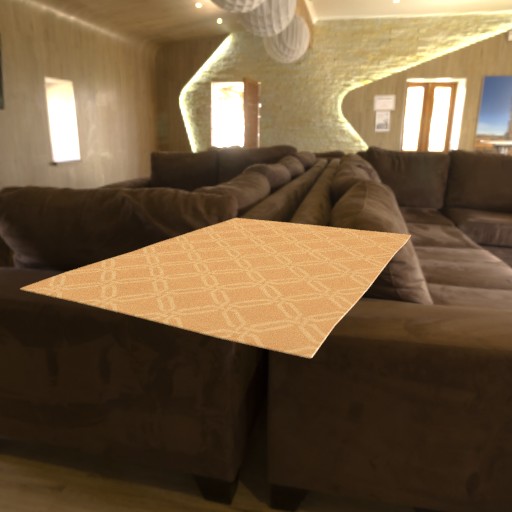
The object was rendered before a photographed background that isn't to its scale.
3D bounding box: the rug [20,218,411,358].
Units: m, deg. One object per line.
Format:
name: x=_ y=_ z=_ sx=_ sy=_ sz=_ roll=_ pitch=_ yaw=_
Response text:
rug: x=0.000 y=0.000 z=2.734 sx=1.524 sy=0.013 sz=2.135 roll=8 pitch=17 yaw=26
